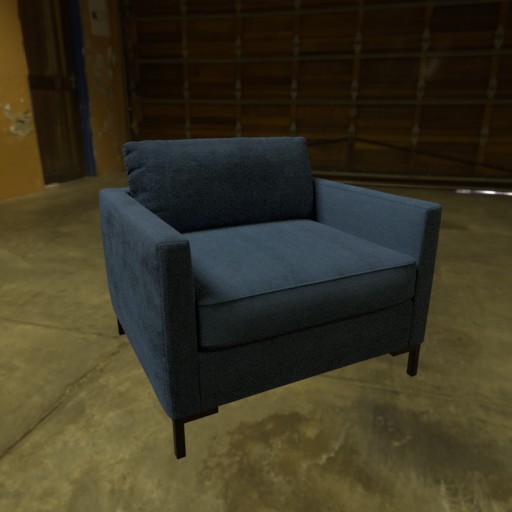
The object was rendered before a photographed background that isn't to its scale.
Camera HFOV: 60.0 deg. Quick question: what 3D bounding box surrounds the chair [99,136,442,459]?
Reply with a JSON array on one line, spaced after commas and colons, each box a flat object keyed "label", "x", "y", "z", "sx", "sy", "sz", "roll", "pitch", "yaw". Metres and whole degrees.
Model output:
[{"label": "chair", "x": 0.000, "y": 0.000, "z": 1.625, "sx": 0.964, "sy": 0.812, "sz": 0.875, "roll": -9, "pitch": 20, "yaw": -26}]
